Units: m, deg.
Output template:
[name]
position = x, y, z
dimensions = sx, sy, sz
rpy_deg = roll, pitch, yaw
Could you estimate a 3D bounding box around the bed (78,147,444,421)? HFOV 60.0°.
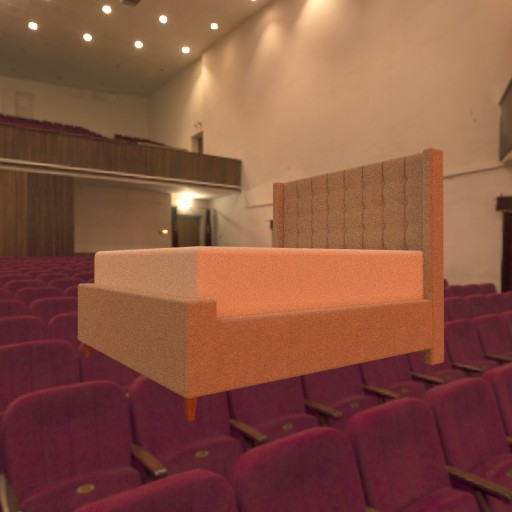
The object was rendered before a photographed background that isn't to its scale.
[bed]
position = 0.000, 0.000, 3.752
dimensions = 2.370, 1.743, 2.045
rpy_deg = 0, -1, -36
